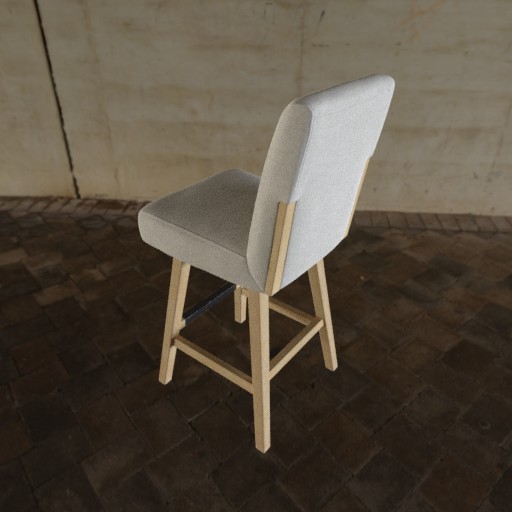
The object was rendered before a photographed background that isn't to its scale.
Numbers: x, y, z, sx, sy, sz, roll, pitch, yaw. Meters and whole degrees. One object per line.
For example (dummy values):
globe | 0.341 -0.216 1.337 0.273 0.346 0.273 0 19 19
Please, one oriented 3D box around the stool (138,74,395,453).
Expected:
stool | 0.000 0.000 1.305 0.543 1.015 0.446 22 38 32
